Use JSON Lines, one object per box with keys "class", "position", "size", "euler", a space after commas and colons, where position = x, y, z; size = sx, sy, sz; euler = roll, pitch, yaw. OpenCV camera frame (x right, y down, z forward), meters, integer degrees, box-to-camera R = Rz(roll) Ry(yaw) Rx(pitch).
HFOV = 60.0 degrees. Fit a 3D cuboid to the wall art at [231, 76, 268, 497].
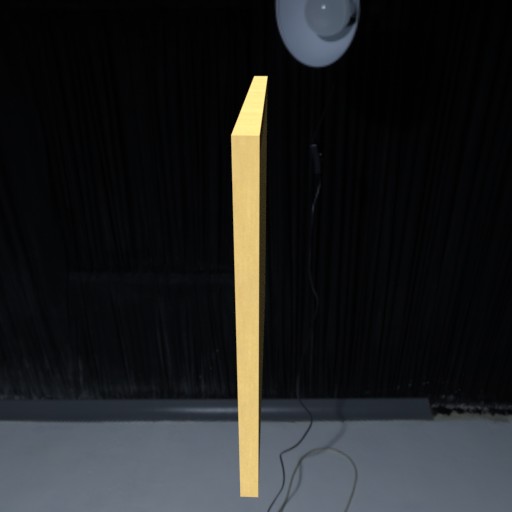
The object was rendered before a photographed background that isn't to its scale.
{"class": "wall art", "position": [0.000, 0.000, 2.811], "size": [0.097, 1.936, 1.935], "euler": [1, 28, 2]}
